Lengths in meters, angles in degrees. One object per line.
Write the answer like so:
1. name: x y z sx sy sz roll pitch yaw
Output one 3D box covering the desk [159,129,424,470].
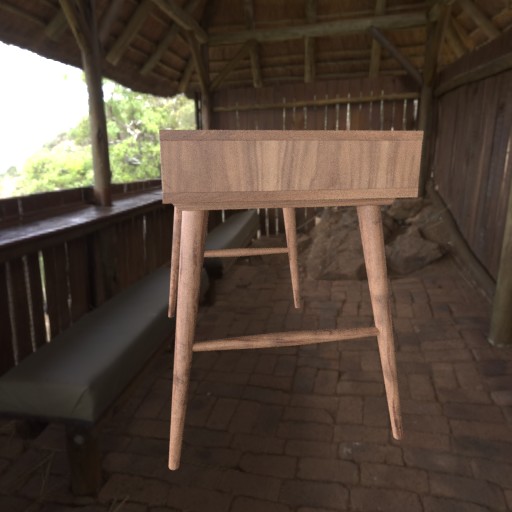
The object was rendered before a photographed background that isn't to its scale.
1. desk: 0.000 0.000 1.424 0.588 0.758 0.949 -3 15 -10
